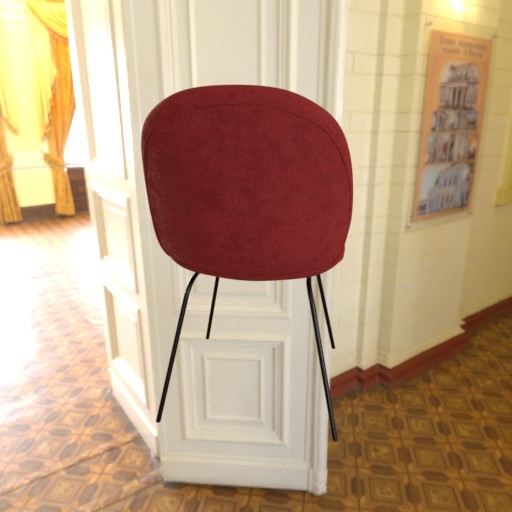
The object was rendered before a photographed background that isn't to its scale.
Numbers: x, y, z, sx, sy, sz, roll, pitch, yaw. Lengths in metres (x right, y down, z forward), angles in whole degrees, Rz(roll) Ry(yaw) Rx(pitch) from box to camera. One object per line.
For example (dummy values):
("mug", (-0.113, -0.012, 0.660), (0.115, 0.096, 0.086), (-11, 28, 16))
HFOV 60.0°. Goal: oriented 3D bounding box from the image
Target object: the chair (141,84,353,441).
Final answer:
("chair", (0.000, 0.000, 1.147), (0.458, 0.791, 0.587), (3, 17, 9))
